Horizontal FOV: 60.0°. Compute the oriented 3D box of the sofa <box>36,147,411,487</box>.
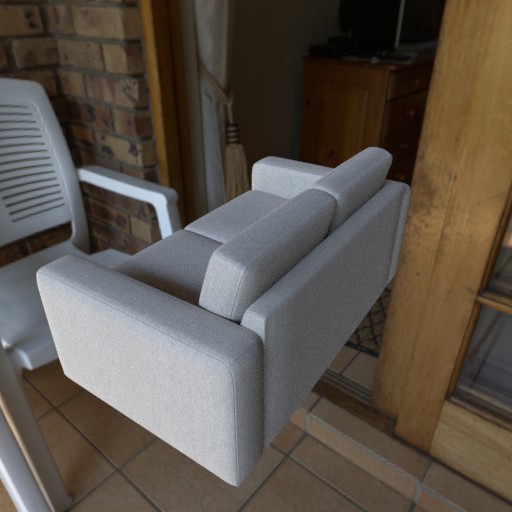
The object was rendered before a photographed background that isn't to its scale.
[{"bbox_3d":[0.000,0.000,1.974,0.900,0.800,1.540,19,35,29],"label":"sofa"}]
